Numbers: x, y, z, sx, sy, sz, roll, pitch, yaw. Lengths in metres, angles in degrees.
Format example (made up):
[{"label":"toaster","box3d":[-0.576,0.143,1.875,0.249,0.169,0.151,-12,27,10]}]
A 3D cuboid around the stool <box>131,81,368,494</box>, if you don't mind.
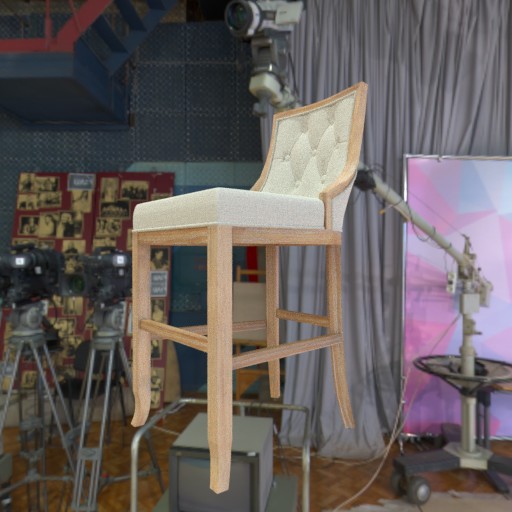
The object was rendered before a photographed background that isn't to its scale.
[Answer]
[{"label":"stool","box3d":[0.000,0.000,1.418,0.626,1.101,0.524,-1,1,-37]}]
